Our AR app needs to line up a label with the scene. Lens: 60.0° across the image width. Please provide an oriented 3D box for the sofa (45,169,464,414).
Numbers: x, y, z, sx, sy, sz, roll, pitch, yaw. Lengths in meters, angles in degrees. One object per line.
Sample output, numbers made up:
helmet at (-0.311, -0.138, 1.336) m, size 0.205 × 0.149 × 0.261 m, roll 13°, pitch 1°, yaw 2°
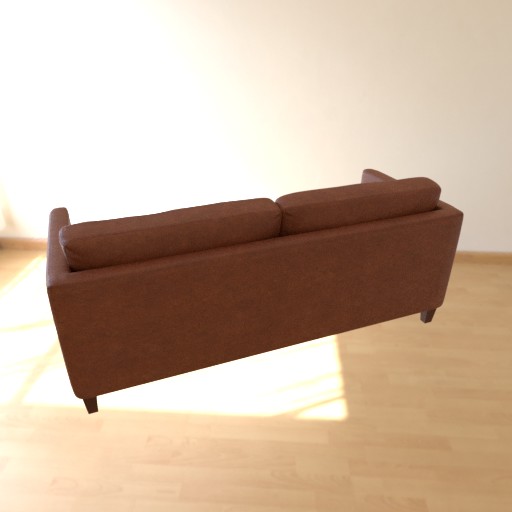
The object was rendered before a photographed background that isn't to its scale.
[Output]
sofa at (0.000, 0.000, 2.658) m, size 2.204 × 0.932 × 0.950 m, roll -10°, pitch 30°, yaw -19°
